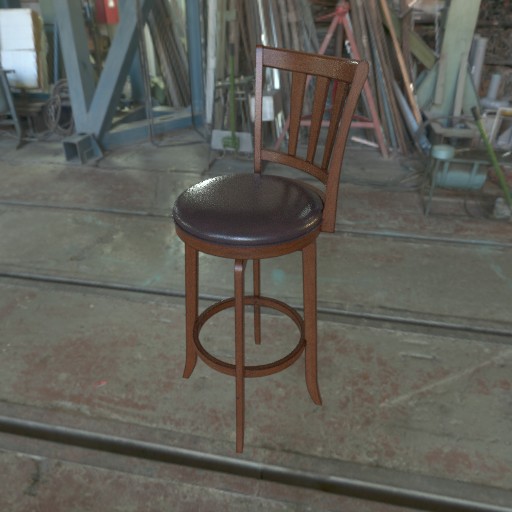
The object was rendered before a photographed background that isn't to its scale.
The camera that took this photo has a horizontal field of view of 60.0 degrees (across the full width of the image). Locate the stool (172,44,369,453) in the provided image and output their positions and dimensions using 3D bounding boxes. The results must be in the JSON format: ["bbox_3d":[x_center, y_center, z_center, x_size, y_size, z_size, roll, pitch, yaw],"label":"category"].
[{"bbox_3d":[0.000,0.000,1.418,0.503,1.177,0.464,-19,36,-29],"label":"stool"}]
